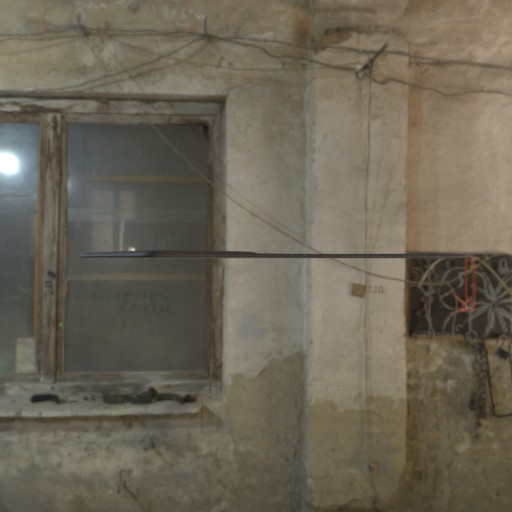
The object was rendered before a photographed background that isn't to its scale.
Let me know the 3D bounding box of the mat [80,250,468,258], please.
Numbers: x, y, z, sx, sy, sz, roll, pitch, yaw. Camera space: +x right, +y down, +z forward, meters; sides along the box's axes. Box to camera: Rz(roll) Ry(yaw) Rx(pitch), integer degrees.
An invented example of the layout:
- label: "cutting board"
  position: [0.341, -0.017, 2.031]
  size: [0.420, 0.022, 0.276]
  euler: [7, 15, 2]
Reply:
- label: "mat"
  position: [0.000, 0.000, 1.548]
  size: [1.220, 0.016, 0.917]
  euler: [0, 0, -38]
